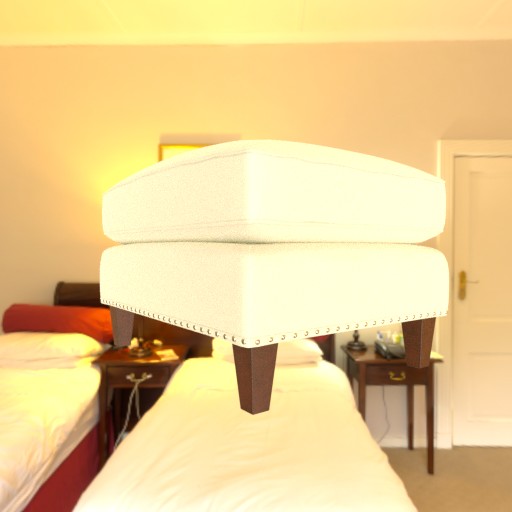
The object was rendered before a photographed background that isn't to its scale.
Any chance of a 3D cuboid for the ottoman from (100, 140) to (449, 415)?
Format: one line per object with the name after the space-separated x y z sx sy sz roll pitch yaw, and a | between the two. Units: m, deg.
0.000 0.000 1.150 0.584 0.513 0.741 -1 1 -37 | ottoman
